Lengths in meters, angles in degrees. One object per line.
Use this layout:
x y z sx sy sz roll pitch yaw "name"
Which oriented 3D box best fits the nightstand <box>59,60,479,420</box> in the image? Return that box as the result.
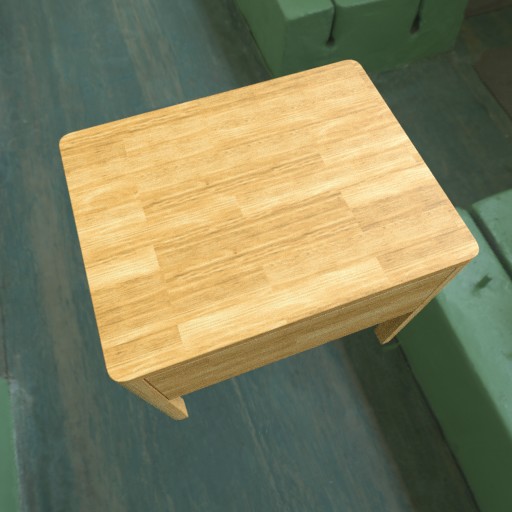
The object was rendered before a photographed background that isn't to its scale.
0.000 0.000 0.915 0.560 0.470 0.440 -18 65 -9 "nightstand"
